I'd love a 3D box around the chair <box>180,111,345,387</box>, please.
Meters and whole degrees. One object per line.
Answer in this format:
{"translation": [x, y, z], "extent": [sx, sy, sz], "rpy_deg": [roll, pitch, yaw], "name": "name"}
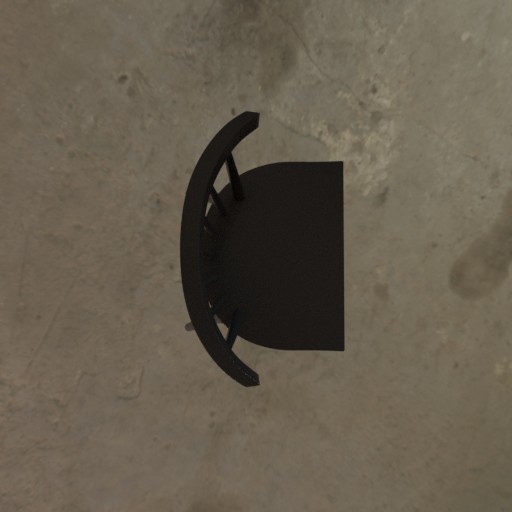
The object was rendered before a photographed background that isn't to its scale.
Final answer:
{"translation": [0.000, 0.000, 1.162], "extent": [0.483, 0.844, 0.506], "rpy_deg": [0, 88, -1], "name": "chair"}
